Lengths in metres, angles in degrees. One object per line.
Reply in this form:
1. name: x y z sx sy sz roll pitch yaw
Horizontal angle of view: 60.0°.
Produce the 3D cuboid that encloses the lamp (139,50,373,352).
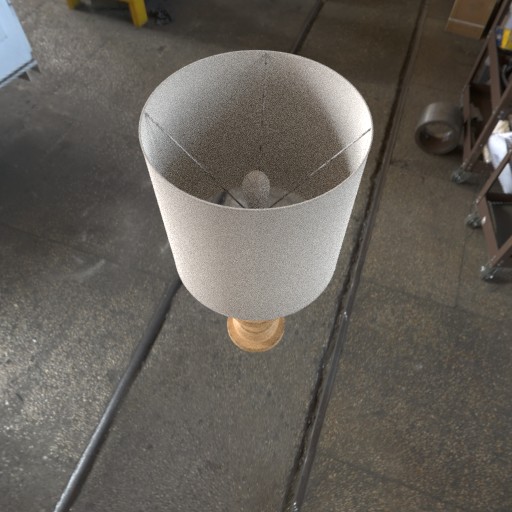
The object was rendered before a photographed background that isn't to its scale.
1. lamp: 0.000 0.000 0.589 0.208 0.455 0.208 -12 58 -8
